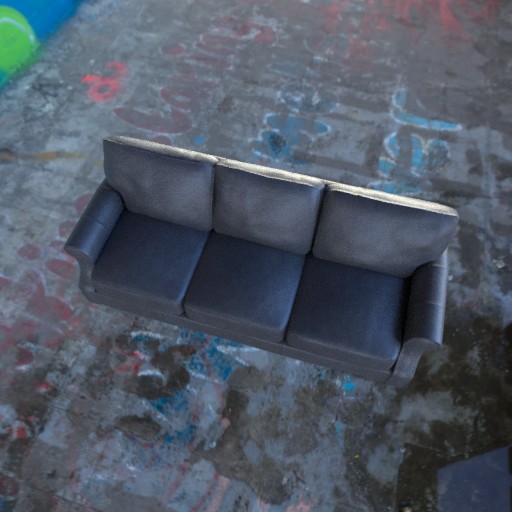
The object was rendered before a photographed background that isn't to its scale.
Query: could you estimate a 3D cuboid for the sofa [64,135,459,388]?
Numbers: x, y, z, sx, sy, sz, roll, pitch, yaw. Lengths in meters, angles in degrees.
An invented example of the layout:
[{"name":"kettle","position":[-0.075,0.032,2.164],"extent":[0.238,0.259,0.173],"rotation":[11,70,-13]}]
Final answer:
[{"name":"sofa","position":[0.000,0.000,2.909],"extent":[2.387,0.977,0.974],"rotation":[14,59,8]}]
